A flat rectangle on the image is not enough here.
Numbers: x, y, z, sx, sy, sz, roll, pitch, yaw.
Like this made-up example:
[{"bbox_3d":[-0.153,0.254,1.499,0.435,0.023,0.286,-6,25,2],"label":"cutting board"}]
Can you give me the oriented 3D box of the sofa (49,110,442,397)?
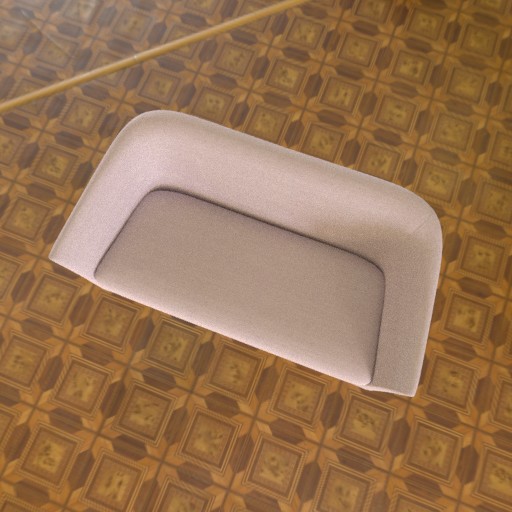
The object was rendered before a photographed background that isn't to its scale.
[{"bbox_3d":[0.000,0.000,1.918,1.452,0.721,0.705,20,76,5],"label":"sofa"}]
